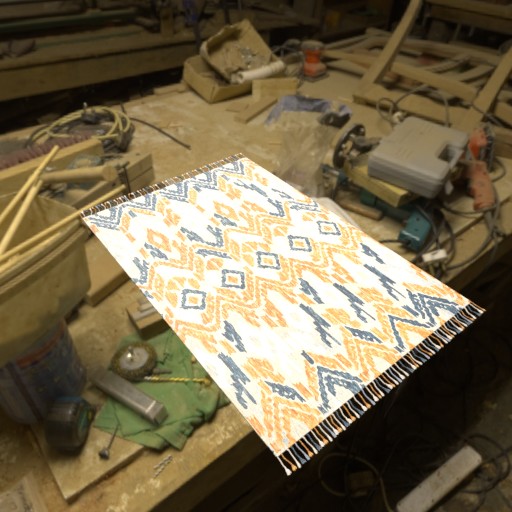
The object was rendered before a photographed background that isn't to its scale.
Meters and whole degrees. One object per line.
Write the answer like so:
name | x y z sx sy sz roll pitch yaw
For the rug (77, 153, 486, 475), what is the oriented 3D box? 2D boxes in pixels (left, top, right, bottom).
rug | 0.000 0.000 2.953 1.533 0.010 2.428 -27 48 -28
